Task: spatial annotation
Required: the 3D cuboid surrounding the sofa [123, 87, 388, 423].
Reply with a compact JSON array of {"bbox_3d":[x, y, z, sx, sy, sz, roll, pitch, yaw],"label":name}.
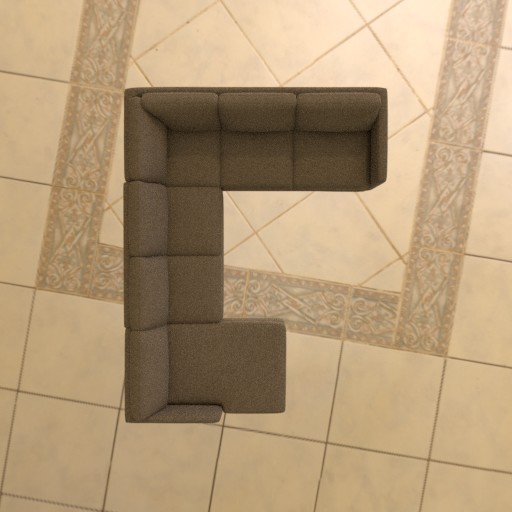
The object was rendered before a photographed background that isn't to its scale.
[{"bbox_3d":[0.000,0.000,4.497,2.551,0.853,3.238,0,91,0],"label":"sofa"}]
